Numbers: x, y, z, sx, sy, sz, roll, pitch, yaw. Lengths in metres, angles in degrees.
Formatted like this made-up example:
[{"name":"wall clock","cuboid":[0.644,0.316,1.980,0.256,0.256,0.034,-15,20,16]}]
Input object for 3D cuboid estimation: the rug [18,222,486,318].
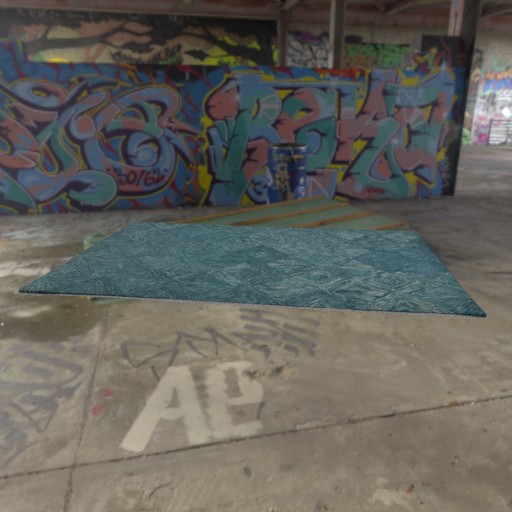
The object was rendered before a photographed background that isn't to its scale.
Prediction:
[{"name":"rug","cuboid":[0.000,0.000,2.135,1.728,0.017,1.136,2,18,7]}]
